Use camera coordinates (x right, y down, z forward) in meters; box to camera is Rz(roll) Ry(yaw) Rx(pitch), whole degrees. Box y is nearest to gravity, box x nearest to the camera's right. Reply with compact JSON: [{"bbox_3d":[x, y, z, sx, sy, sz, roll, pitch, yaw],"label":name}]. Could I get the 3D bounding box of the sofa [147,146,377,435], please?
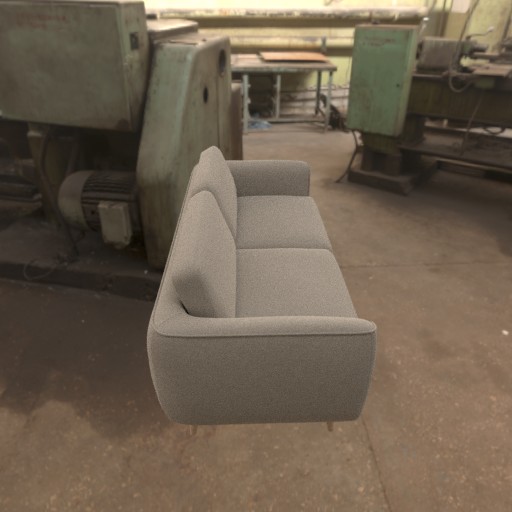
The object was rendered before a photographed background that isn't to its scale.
[{"bbox_3d":[0.000,0.000,2.530,0.920,0.850,2.000,-1,30,-2],"label":"sofa"}]
